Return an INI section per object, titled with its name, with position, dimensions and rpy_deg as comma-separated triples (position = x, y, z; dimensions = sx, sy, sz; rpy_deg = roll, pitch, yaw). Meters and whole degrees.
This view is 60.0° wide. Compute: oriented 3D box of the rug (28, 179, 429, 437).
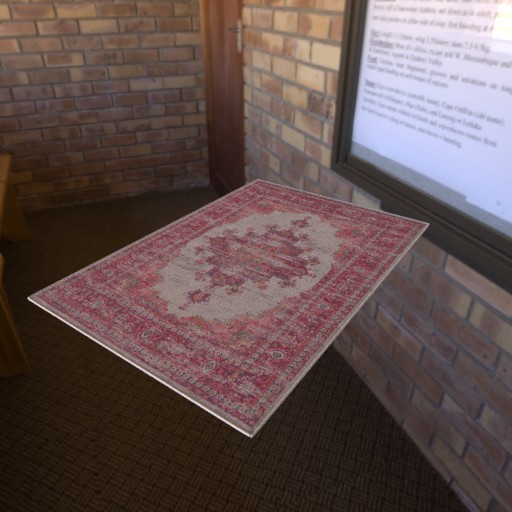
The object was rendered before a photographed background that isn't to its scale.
[rug]
position = 0.000, 0.000, 3.697
dimensions = 2.005, 0.014, 2.878
rpy_deg = 20, 36, 30
